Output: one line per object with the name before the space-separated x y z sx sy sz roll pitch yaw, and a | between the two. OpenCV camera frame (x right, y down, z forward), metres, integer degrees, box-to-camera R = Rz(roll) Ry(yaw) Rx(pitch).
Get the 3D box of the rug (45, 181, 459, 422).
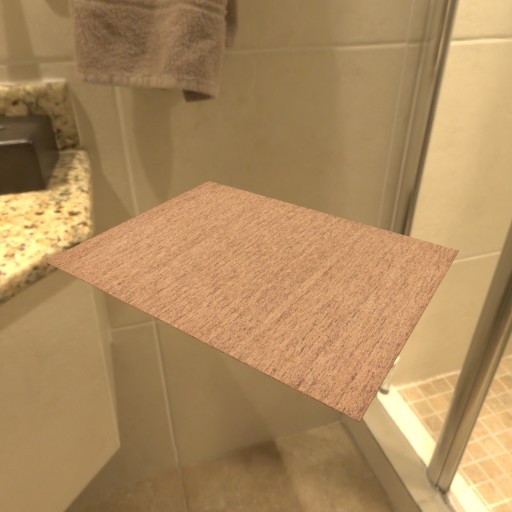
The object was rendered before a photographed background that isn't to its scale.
rug | 0.000 0.000 4.309 3.205 0.013 2.448 20 37 29
